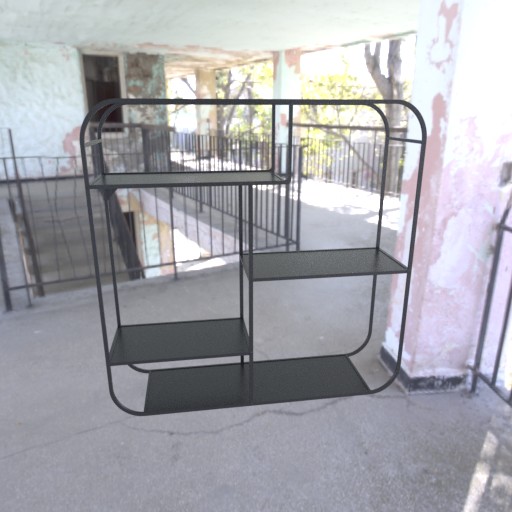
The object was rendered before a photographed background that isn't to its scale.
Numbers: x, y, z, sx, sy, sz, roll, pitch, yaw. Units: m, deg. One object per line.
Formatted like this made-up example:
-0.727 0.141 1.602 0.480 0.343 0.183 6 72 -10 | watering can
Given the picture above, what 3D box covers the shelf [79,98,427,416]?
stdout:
0.000 0.000 0.905 0.600 0.600 0.160 -3 18 -8 | shelf
